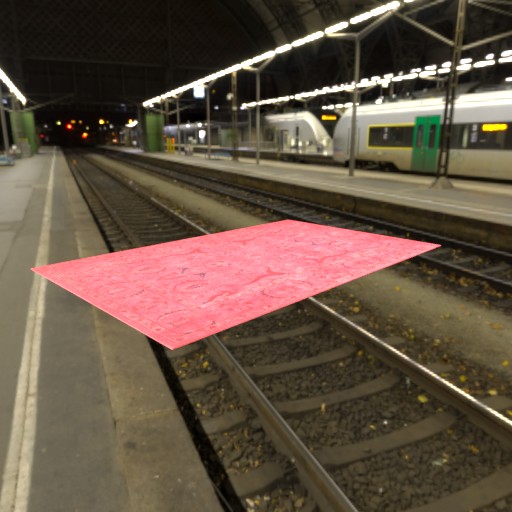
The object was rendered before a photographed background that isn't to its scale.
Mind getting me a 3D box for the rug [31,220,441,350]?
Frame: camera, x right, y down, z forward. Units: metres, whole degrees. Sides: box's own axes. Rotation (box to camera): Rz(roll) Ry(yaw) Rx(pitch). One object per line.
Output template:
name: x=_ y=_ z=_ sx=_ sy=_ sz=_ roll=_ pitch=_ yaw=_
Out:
rug: x=0.000 y=0.000 z=3.052 sx=2.423 sy=0.010 sz=1.534 roll=-14 pitch=20 yaw=-43
